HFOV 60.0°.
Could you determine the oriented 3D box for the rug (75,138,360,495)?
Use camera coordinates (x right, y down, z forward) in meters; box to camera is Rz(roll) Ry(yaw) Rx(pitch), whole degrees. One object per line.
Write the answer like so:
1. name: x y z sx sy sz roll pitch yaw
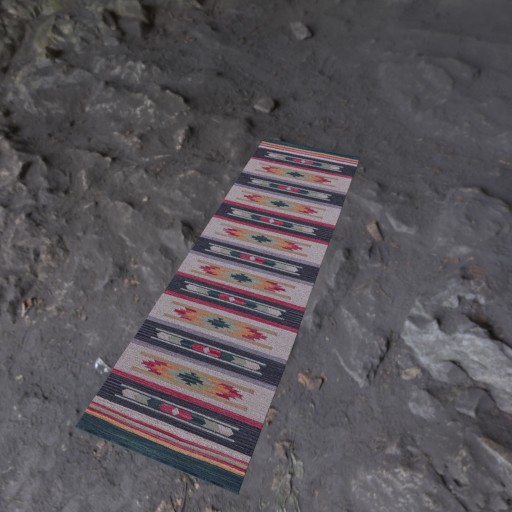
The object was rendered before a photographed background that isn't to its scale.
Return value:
1. rug: 0.000 0.000 2.590 0.760 0.009 2.440 15 48 14
